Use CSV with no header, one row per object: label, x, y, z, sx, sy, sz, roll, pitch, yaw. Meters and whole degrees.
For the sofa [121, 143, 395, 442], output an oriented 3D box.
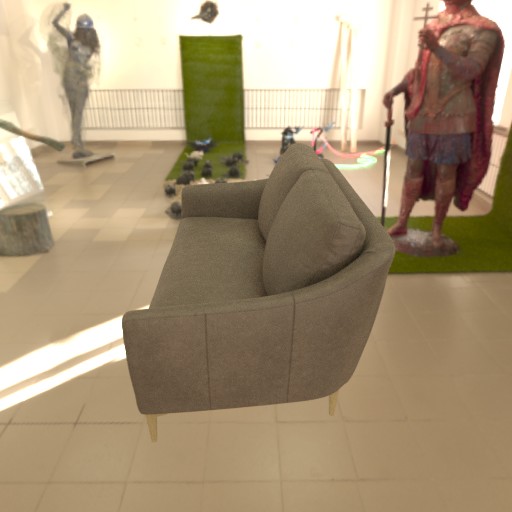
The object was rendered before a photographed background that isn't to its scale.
sofa,0.000,0.000,2.250,0.960,0.902,1.619,-1,25,-1
